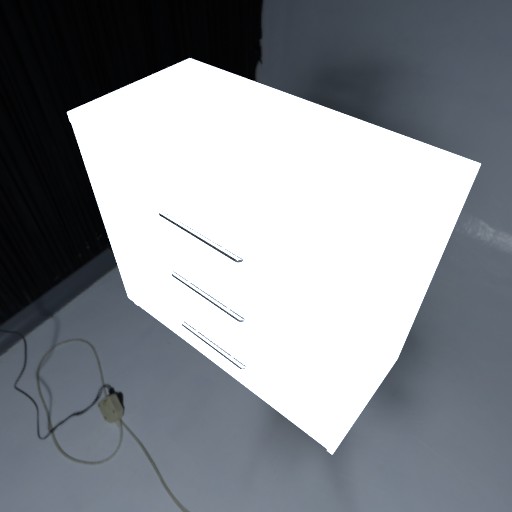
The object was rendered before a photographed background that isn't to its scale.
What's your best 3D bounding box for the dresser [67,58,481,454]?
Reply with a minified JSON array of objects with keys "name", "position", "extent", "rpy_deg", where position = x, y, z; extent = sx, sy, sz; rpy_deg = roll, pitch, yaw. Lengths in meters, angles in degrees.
[{"name":"dresser","position":[0.000,0.000,1.229],"extent":[0.830,0.740,0.420],"rpy_deg":[30,53,26]}]
